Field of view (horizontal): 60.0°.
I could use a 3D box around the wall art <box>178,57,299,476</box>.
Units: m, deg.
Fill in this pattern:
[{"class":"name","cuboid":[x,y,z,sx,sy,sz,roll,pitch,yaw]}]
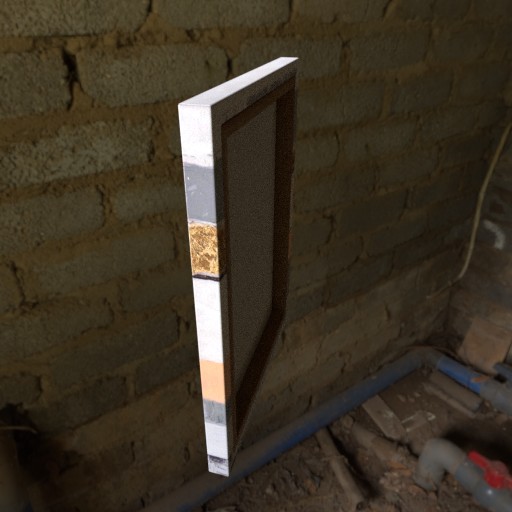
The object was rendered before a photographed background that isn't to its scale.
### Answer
[{"class":"wall art","cuboid":[0.000,0.000,0.794,0.038,0.609,0.456,8,31,14]}]
